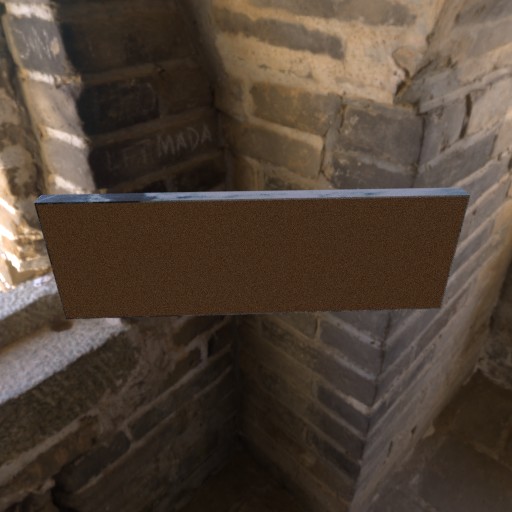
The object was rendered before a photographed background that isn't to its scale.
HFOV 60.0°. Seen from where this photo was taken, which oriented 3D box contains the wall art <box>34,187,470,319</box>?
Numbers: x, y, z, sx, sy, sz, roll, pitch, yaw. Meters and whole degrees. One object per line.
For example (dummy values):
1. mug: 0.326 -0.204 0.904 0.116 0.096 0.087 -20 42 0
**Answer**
1. wall art: 0.000 0.000 0.848 0.759 0.251 0.037 -1 30 -2
